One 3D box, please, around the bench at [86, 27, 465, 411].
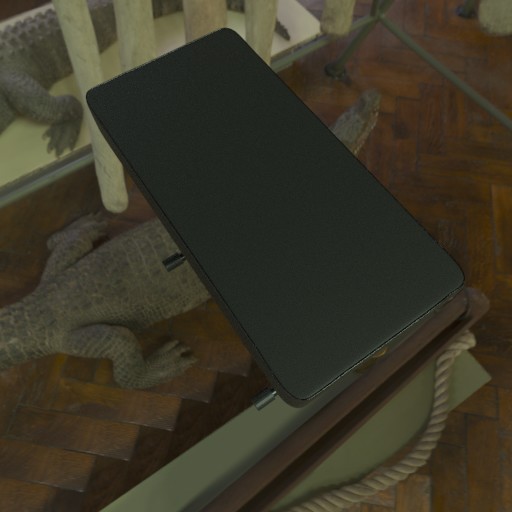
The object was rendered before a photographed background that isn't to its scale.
[{"bbox_3d":[0.000,0.000,0.911,0.300,0.561,0.600,-32,69,-14],"label":"bench"}]
